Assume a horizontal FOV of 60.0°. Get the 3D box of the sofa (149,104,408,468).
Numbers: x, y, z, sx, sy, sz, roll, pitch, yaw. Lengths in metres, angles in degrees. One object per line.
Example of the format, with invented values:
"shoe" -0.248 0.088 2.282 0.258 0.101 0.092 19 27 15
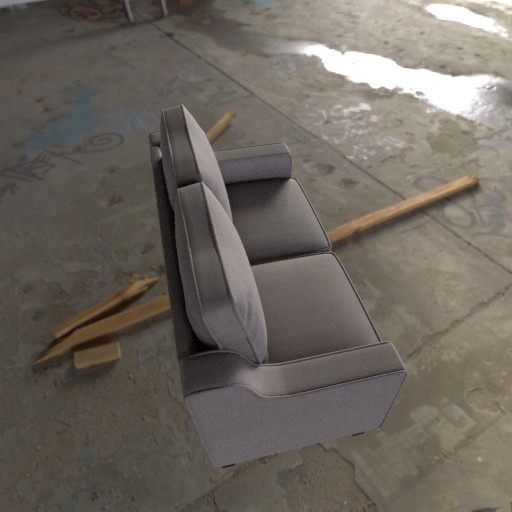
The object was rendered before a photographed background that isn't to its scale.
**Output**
"sofa" 0.000 0.000 2.017 0.791 0.948 1.500 -10 46 -9
